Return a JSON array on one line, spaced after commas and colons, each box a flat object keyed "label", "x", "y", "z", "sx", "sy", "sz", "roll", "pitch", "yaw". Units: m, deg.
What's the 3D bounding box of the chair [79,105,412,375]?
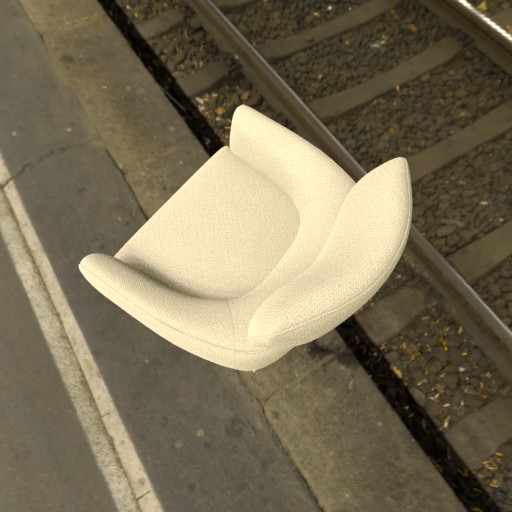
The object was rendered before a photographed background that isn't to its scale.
[{"label": "chair", "x": 0.000, "y": 0.000, "z": 1.376, "sx": 0.730, "sy": 0.810, "sz": 0.760, "roll": 34, "pitch": 68, "yaw": 15}]
